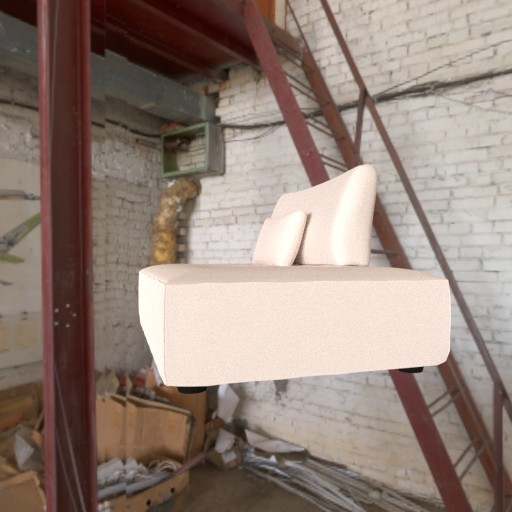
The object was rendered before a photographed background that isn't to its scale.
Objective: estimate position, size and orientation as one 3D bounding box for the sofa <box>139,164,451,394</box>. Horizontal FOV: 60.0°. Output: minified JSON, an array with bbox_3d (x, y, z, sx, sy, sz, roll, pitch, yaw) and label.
[{"bbox_3d":[0.000,0.000,2.084,1.000,0.820,1.450,0,0,-18],"label":"sofa"}]
